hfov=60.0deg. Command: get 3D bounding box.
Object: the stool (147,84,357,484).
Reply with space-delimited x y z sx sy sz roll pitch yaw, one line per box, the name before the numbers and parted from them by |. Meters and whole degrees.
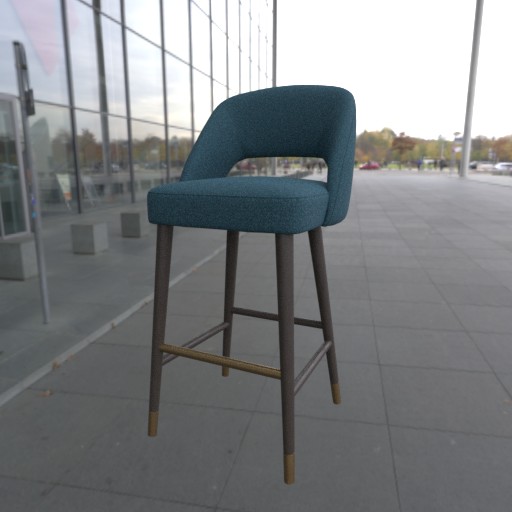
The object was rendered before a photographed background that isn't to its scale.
stool | 0.000 0.000 1.326 0.536 1.032 0.522 6 13 26
